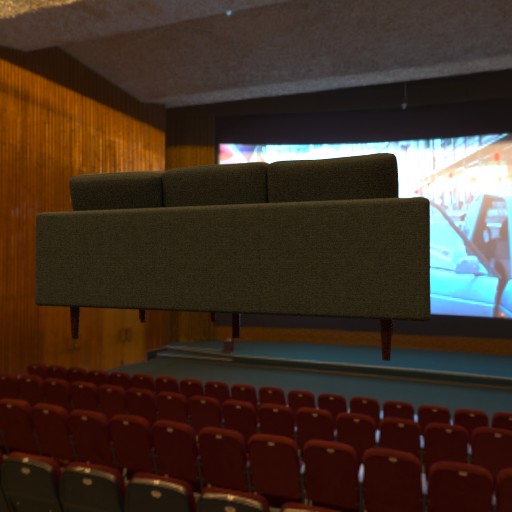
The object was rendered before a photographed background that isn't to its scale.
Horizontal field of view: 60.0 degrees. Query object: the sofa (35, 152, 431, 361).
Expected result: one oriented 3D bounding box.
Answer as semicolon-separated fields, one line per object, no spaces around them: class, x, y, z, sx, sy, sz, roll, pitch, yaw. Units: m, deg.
sofa;0.000;0.000;2.927;2.055;0.957;1.667;0;0;18
